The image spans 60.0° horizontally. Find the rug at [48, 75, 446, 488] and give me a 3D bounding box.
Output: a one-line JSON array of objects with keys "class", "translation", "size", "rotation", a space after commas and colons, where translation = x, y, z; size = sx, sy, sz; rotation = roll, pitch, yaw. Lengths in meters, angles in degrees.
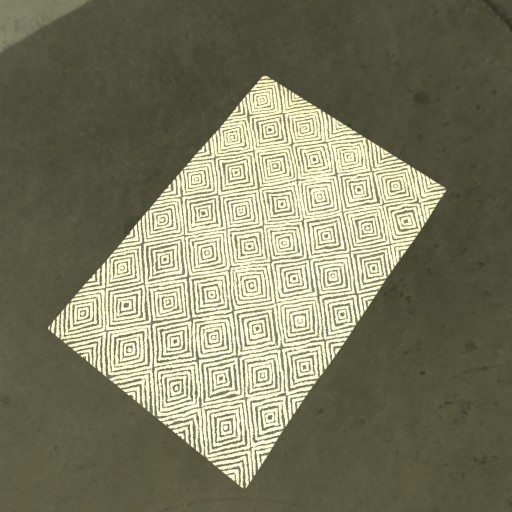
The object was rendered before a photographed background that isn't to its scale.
[{"class": "rug", "translation": [0.000, 0.000, 2.202], "size": [1.177, 0.004, 1.750], "rotation": [35, 77, 9]}]
